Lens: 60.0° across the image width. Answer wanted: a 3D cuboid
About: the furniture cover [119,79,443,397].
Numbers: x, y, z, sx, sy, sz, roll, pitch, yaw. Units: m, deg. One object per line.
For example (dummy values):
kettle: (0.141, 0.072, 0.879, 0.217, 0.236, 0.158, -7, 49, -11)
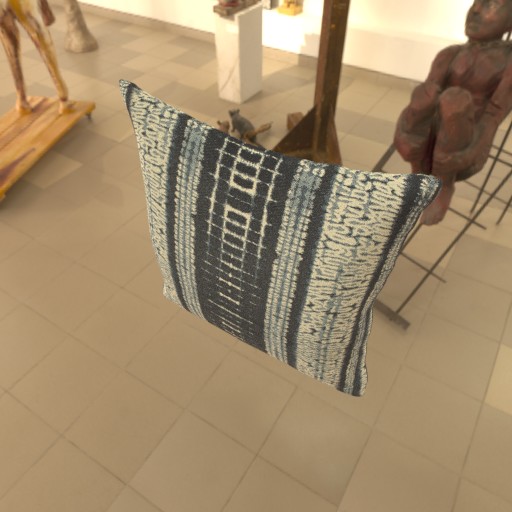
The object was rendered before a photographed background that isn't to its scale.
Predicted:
furniture cover: (0.000, 0.000, 0.658, 0.425, 0.435, 0.133, 24, 50, 22)
